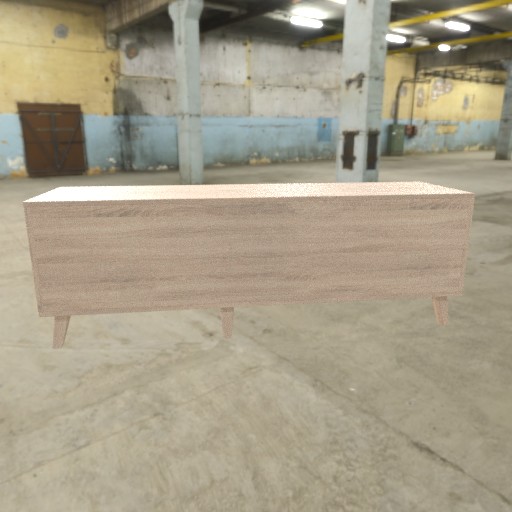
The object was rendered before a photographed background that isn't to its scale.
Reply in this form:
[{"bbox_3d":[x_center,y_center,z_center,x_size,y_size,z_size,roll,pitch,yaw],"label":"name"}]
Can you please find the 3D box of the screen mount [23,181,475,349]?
[{"bbox_3d":[0.000,0.000,1.717,1.500,0.510,0.400,-2,16,-7],"label":"screen mount"}]
